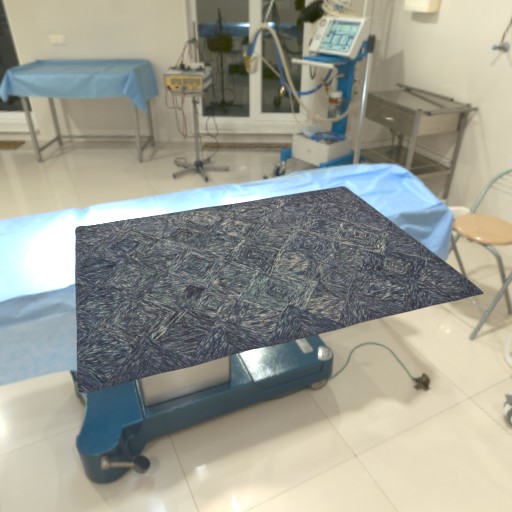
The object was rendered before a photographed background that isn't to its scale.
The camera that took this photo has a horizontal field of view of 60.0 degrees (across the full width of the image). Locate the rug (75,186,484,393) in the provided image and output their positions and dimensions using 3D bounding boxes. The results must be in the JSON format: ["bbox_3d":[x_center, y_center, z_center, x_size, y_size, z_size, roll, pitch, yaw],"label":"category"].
[{"bbox_3d":[0.000,0.000,4.206,3.245,0.024,2.385,-11,34,-17],"label":"rug"}]
